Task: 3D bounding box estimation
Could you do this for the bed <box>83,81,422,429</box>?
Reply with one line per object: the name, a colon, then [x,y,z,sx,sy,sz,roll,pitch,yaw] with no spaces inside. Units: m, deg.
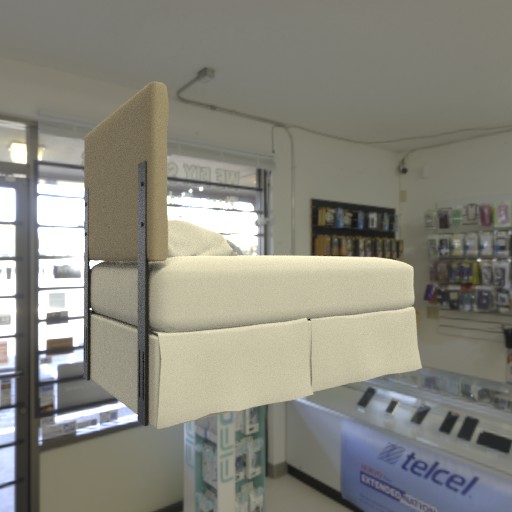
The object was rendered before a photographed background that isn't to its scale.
bed: [0.000,0.000,3.012,1.997,1.571,1.261,0,-1,-36]
